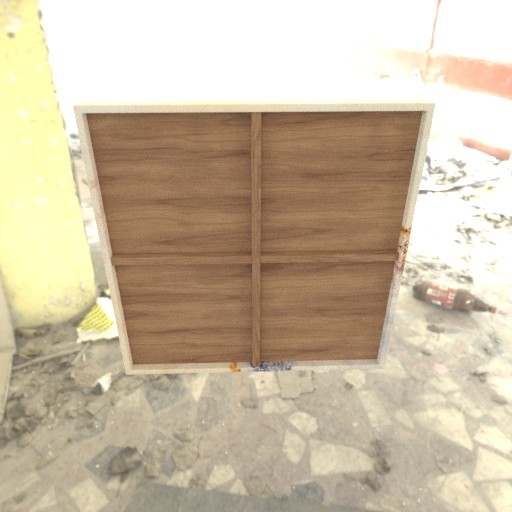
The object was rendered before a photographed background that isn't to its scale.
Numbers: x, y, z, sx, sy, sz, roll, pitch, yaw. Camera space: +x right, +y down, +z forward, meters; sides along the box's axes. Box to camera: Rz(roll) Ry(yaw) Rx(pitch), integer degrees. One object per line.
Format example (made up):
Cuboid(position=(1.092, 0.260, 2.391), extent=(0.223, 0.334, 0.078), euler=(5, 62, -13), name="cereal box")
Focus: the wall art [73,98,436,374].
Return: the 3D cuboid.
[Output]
Cuboid(position=(0.000, 0.000, 1.584), extent=(1.061, 1.061, 0.071), euler=(-1, 30, -2), name="wall art")
